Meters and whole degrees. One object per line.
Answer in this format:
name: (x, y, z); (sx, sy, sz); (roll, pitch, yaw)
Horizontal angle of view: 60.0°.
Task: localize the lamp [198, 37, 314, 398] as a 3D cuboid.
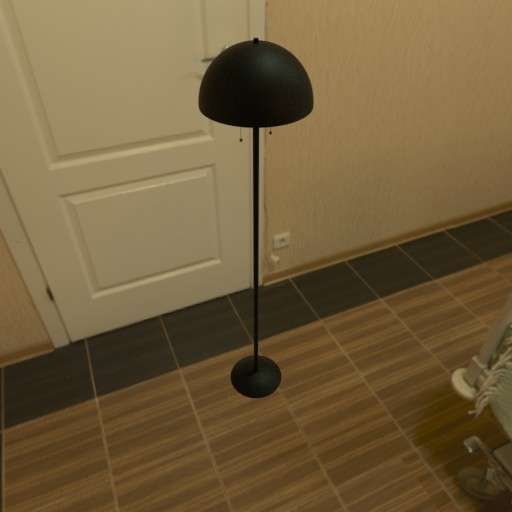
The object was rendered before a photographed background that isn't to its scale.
lamp: (0.000, 0.000, 1.631); (0.328, 1.480, 0.328); (26, 46, 28)
